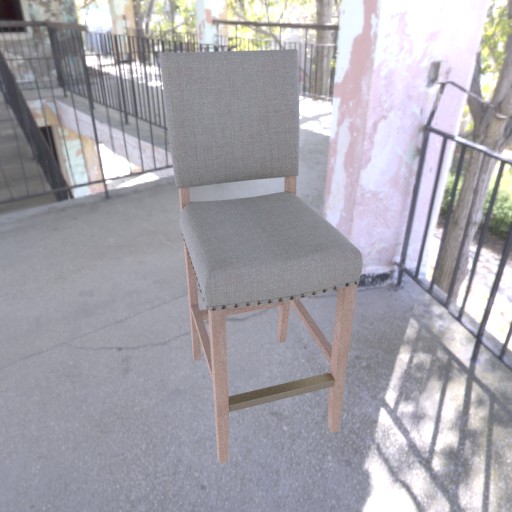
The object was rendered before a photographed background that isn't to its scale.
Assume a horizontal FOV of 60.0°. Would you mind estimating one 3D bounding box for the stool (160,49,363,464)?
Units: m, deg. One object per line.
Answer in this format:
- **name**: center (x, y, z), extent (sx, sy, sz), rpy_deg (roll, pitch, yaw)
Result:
- **stool**: center (0.000, 0.000, 1.434), extent (0.445, 1.173, 0.585), rpy_deg (-9, 30, -15)
